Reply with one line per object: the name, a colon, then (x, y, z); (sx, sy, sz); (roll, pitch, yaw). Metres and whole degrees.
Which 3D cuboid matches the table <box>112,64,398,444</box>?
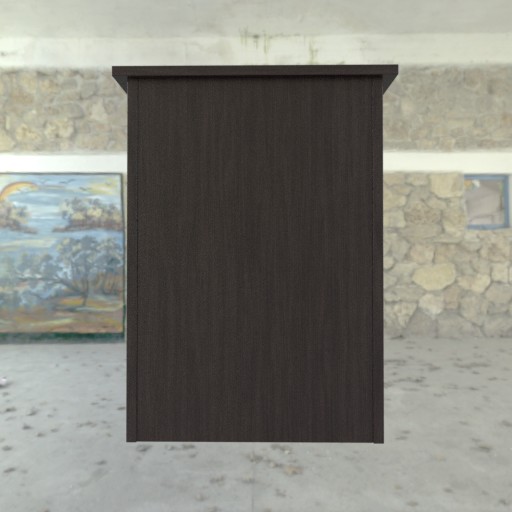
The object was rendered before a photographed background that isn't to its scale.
table: (0.000, 0.000, 0.928); (0.480, 0.635, 0.381); (0, -1, 1)
